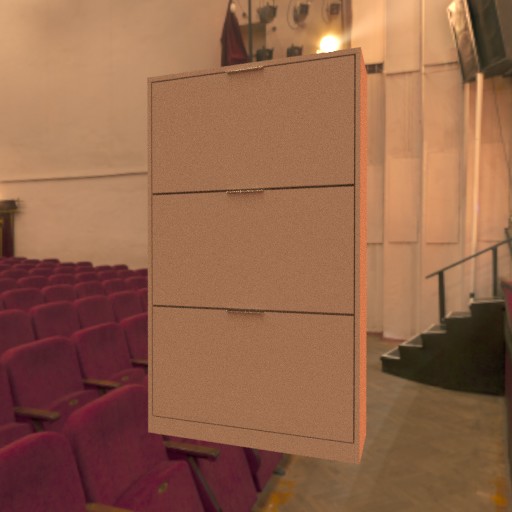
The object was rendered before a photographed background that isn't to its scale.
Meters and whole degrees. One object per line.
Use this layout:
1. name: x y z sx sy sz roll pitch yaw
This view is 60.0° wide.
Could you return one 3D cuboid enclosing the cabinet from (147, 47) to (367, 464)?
1. cabinet: 0.000 0.000 1.584 0.750 1.280 0.250 0 1 19
